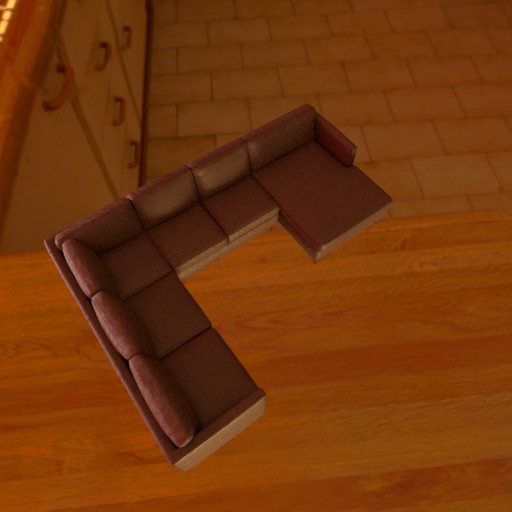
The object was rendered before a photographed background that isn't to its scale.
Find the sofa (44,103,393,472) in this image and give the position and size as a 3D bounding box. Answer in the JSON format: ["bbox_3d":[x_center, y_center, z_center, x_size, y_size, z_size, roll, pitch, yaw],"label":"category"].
[{"bbox_3d":[0.000,0.000,4.642,3.460,0.923,2.593,-32,64,-18],"label":"sofa"}]
